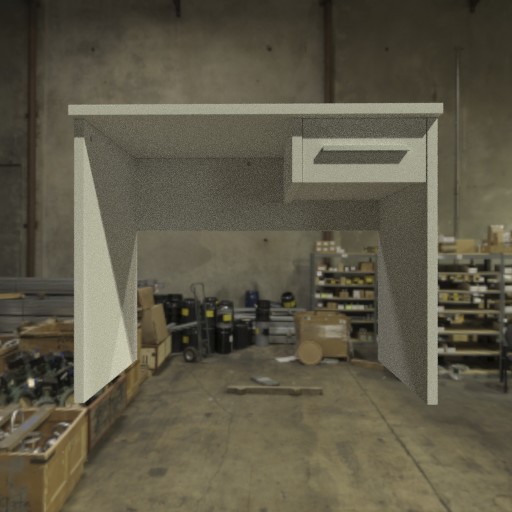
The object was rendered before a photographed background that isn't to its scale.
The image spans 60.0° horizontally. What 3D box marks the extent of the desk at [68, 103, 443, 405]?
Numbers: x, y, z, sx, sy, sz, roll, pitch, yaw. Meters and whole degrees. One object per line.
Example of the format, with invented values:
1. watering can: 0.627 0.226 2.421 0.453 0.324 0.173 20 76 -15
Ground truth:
1. desk: 0.000 0.000 1.312 0.900 0.729 0.498 0 0 1
